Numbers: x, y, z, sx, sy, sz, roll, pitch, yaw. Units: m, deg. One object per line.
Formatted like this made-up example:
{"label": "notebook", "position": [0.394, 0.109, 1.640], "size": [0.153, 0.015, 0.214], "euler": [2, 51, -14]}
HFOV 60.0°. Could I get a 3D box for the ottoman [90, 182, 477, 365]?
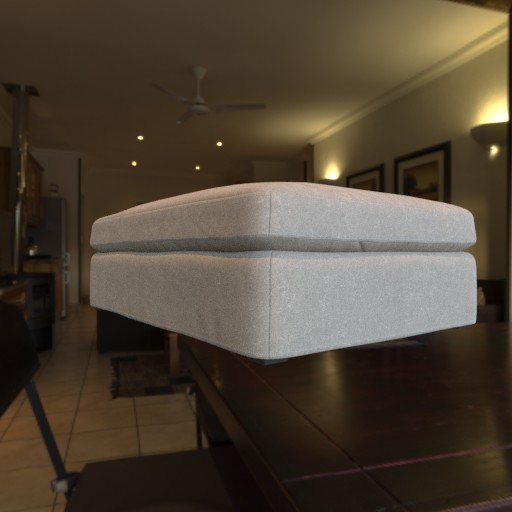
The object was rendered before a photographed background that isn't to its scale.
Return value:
{"label": "ottoman", "position": [0.000, 0.000, 1.562], "size": [0.840, 0.429, 1.199], "euler": [0, 0, -36]}
